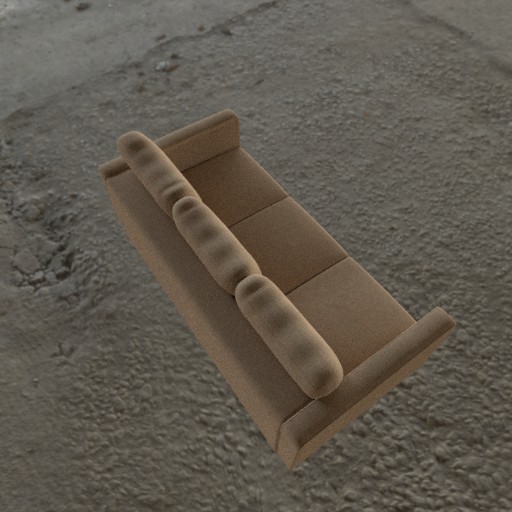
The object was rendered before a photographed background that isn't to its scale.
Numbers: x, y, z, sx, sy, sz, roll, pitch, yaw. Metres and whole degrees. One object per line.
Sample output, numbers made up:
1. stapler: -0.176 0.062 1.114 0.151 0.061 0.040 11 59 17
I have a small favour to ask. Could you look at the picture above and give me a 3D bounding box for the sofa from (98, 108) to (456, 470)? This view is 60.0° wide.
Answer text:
1. sofa: 0.000 0.000 2.407 0.930 0.800 1.855 -30 61 -19
